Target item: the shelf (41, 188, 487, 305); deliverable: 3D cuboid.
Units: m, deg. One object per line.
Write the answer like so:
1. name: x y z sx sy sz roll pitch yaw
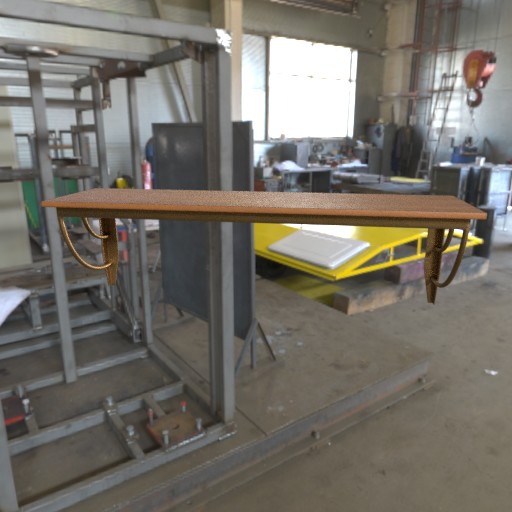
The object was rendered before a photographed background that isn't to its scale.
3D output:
1. shelf: 0.000 0.000 0.730 0.636 0.190 0.166 3 16 9
